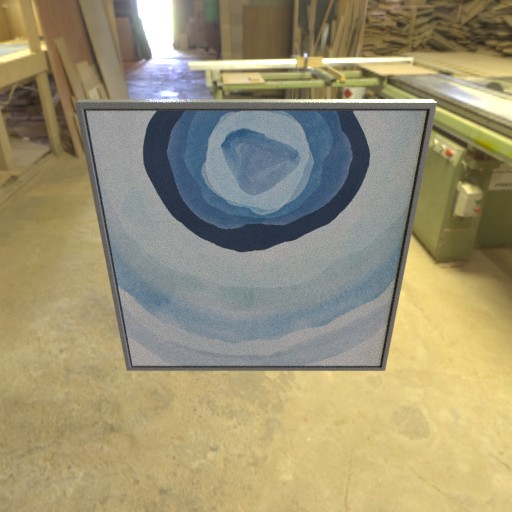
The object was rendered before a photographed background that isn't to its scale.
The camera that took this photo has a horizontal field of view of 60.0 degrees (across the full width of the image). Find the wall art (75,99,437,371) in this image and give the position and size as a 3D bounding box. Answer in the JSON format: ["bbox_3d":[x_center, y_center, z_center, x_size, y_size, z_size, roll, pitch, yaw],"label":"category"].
[{"bbox_3d":[0.000,0.000,1.203,0.809,0.807,0.038,0,29,0],"label":"wall art"}]
